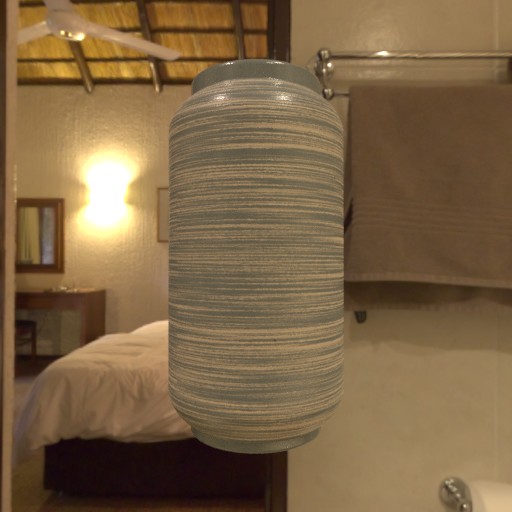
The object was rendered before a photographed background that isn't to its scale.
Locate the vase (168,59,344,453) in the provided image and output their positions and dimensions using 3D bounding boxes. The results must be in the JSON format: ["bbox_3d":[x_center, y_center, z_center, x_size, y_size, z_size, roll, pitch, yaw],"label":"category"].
[{"bbox_3d":[0.000,0.000,0.299,0.116,0.230,0.116,0,0,0],"label":"vase"}]
